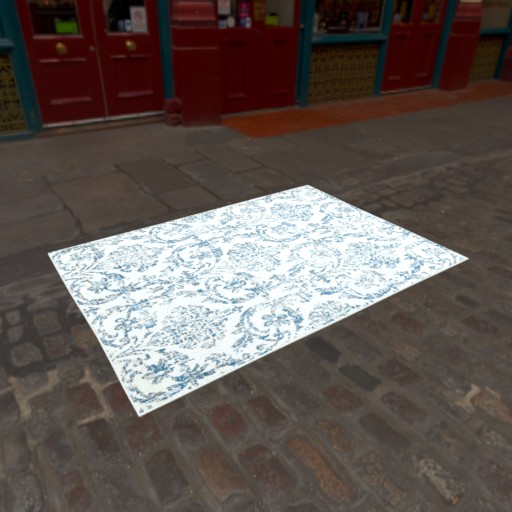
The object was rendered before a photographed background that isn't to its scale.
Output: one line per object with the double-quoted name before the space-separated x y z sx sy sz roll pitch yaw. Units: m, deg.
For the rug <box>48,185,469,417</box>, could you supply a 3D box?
"rug" 0.000 0.000 2.850 2.197 0.014 1.586 -19 35 -29
